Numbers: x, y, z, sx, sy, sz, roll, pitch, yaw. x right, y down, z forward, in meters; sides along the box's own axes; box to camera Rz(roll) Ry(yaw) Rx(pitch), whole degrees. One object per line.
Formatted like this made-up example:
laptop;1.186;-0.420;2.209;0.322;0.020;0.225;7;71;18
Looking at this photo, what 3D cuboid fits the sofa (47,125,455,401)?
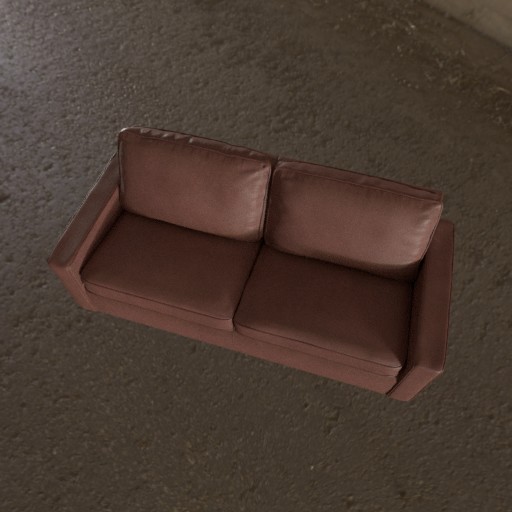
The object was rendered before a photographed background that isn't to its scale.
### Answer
sofa;0.000;0.000;2.509;2.080;0.919;0.940;14;59;9
